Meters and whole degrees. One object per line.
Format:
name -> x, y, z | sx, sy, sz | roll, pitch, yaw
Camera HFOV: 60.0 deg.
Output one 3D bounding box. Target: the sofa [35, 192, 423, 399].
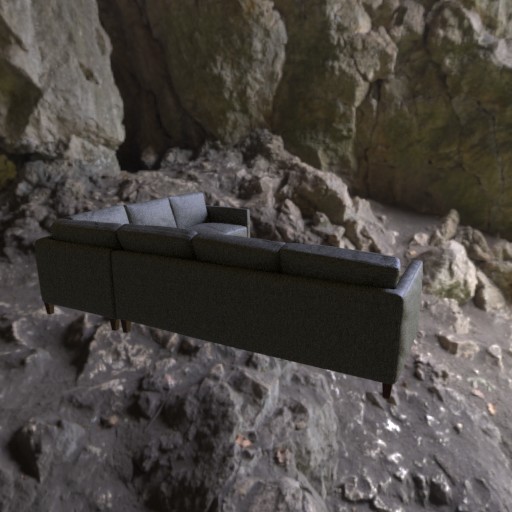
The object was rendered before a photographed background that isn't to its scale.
sofa -> 0.000, 0.000, 4.486 | 3.302, 0.947, 2.593 | 7, 17, 26
